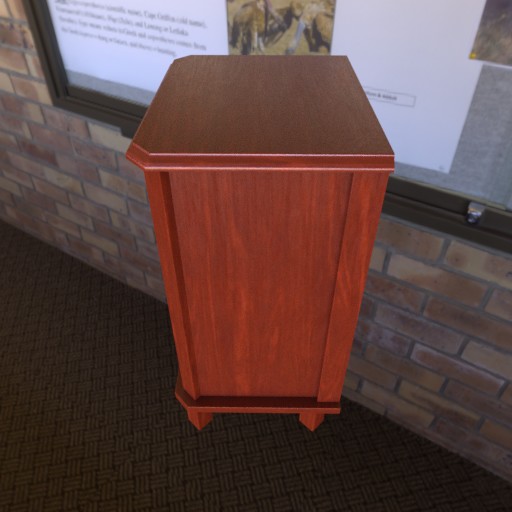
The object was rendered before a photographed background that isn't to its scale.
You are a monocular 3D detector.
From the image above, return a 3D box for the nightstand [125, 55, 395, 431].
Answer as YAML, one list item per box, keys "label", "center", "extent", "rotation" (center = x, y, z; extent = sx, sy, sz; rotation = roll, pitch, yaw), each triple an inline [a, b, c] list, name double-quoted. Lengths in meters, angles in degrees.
- label: "nightstand"
  center: [0.000, 0.000, 0.929]
  extent: [0.351, 0.681, 0.435]
  rotation: [0, 40, 0]
